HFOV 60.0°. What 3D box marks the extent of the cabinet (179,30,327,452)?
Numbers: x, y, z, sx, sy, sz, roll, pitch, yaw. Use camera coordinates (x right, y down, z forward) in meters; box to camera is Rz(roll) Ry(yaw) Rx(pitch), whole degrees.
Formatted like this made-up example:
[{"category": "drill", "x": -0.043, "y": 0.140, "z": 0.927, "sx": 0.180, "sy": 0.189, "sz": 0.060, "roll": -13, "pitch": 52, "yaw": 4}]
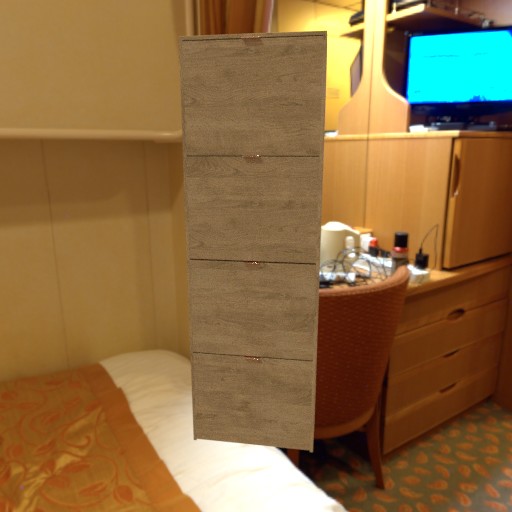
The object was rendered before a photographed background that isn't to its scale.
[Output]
[{"category": "cabinet", "x": 0.000, "y": 0.000, "z": 1.823, "sx": 0.520, "sy": 1.630, "sz": 0.250, "roll": 2, "pitch": 14, "yaw": 9}]
